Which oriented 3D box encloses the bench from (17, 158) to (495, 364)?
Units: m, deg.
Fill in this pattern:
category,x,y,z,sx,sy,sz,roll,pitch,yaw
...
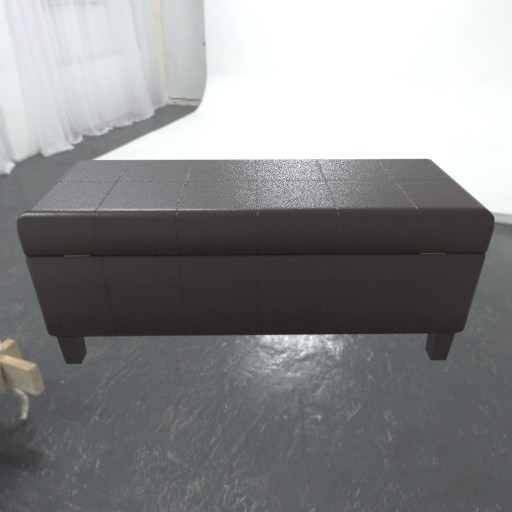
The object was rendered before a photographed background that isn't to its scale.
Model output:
category,x,y,z,sx,sy,sz,roll,pitch,yaw
bench,0.000,0.000,1.280,1.092,0.457,0.429,0,30,-1
